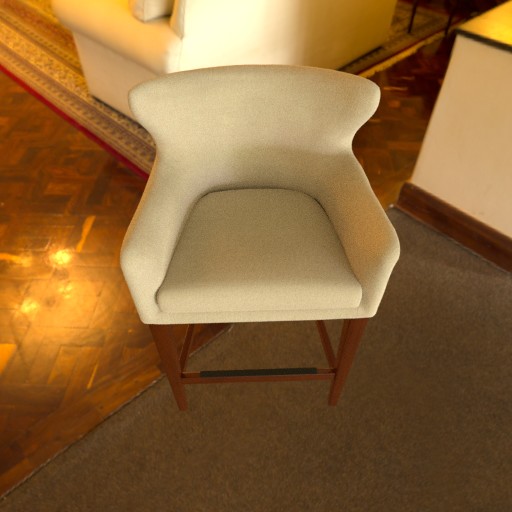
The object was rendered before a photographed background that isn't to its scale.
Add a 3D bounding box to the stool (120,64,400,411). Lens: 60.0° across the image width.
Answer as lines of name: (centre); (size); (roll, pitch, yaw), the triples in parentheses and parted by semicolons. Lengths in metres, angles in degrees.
stool: (0.000, 0.000, 1.321); (0.601, 0.951, 0.570); (-1, 48, -1)
